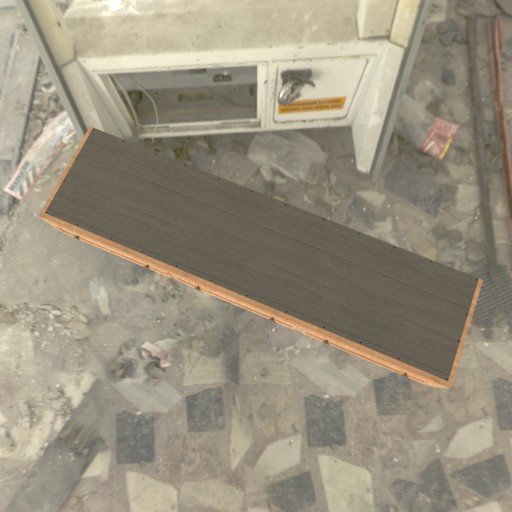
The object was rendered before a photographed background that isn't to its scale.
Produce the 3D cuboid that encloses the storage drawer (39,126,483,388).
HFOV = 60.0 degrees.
[{"bbox_3d":[0.000,0.000,2.194,2.032,0.264,0.538,22,77,6],"label":"storage drawer"}]
